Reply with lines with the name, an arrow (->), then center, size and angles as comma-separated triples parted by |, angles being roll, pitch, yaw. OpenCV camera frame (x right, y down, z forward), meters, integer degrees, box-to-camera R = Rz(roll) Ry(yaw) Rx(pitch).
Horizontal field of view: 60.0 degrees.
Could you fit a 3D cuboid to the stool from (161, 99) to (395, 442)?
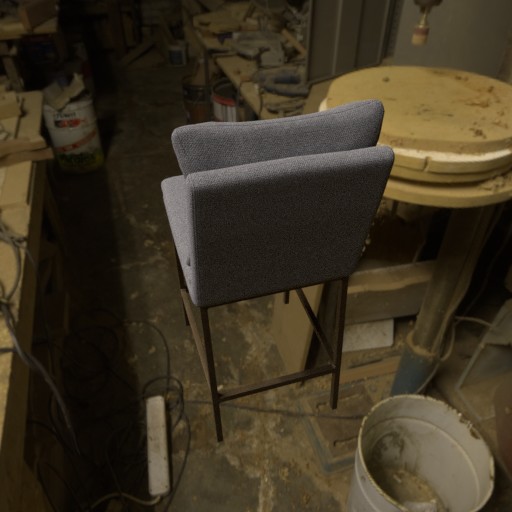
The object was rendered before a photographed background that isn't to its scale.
stool -> 0.000, 0.000, 1.334 | 0.463, 1.031, 0.569 | -11, 41, -13
